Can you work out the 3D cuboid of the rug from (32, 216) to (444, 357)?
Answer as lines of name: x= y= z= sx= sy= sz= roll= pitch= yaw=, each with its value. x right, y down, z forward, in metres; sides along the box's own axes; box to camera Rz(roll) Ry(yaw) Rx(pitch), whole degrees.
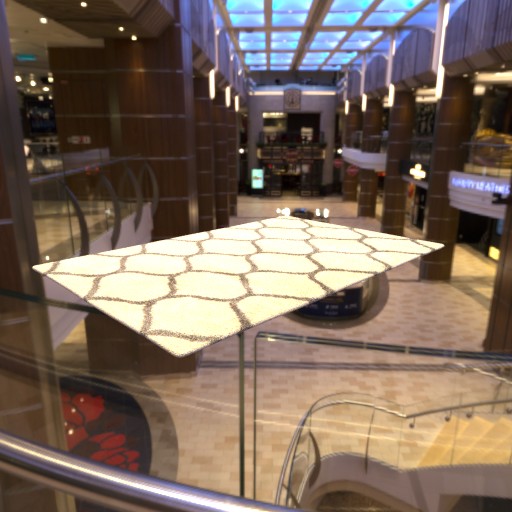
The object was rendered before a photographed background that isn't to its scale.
rug: x=0.000 y=0.000 z=3.435 sx=2.701 sy=0.026 sz=1.801 roll=-15 pitch=22 yaw=-42
